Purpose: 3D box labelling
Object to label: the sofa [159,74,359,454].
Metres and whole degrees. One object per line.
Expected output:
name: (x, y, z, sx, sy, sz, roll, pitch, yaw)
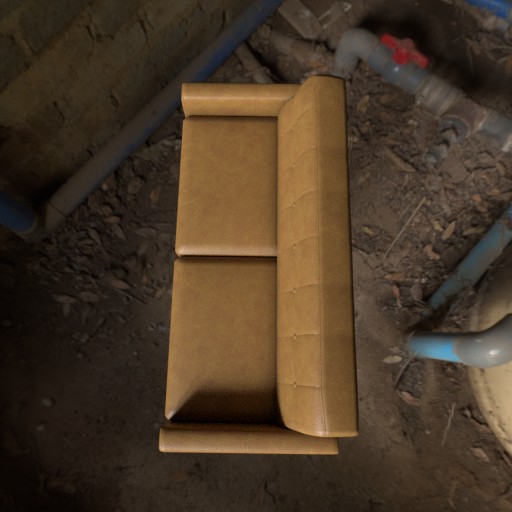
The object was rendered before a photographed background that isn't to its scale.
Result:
sofa: (0.000, 0.000, 2.640, 0.980, 0.892, 2.137, 1, 76, 0)
